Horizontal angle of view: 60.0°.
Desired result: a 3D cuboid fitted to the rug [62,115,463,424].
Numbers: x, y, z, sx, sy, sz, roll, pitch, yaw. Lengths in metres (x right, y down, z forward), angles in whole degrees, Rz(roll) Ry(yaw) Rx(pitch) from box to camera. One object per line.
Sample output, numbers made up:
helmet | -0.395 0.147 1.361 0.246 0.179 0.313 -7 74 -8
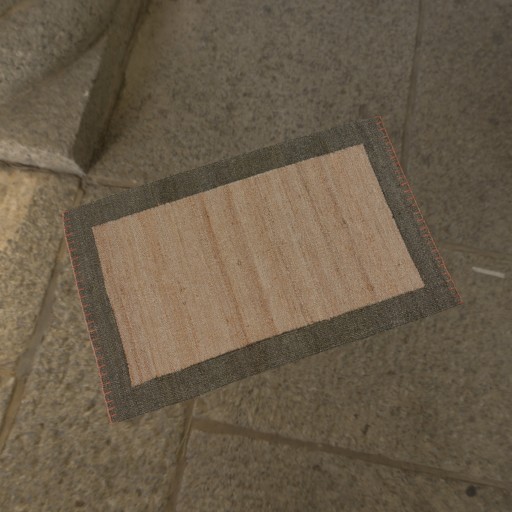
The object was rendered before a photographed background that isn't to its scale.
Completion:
rug | 0.000 0.000 3.040 2.435 0.006 1.521 -18 76 -4
